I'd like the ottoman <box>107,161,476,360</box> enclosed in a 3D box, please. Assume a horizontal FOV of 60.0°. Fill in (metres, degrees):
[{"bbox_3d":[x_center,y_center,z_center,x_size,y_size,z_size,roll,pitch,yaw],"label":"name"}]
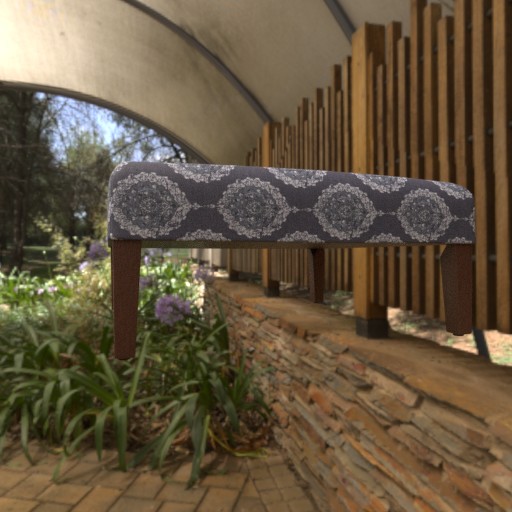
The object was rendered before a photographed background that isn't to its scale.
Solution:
[{"bbox_3d":[0.000,0.000,1.399,0.890,0.409,0.889,0,0,-18],"label":"ottoman"}]
